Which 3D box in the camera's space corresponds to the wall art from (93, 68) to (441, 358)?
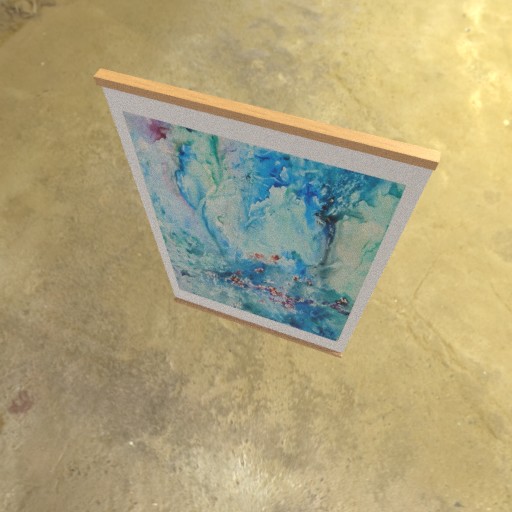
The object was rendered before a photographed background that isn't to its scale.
[{"bbox_3d":[0.000,0.000,1.854,0.991,1.510,0.040,17,60,10],"label":"wall art"}]
